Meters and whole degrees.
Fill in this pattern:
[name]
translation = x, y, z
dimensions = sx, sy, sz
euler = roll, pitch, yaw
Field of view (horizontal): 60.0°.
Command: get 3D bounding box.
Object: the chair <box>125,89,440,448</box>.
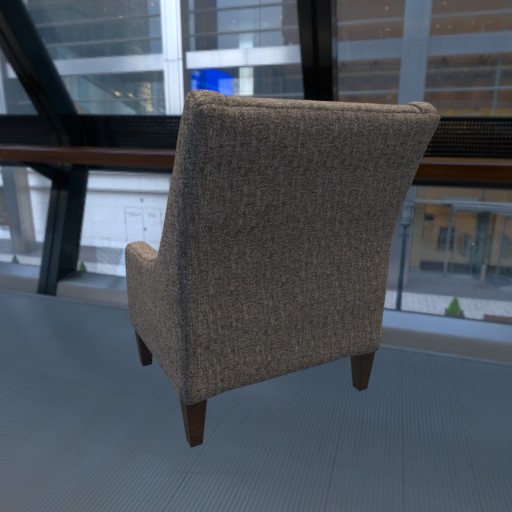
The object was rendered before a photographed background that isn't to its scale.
[chair]
translation = 0.000, 0.000, 1.581
dimensions = 0.774, 1.014, 0.870
euler = -8, 16, -27
